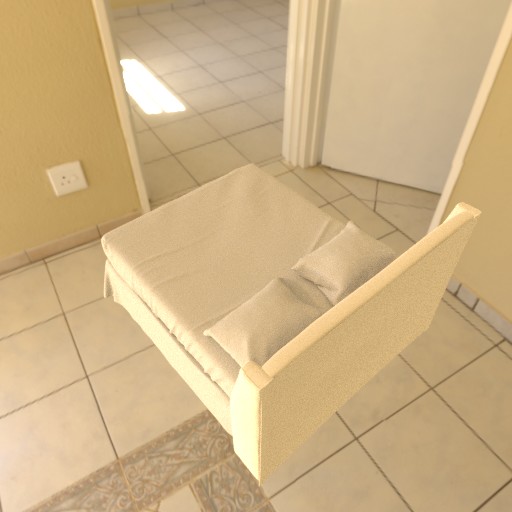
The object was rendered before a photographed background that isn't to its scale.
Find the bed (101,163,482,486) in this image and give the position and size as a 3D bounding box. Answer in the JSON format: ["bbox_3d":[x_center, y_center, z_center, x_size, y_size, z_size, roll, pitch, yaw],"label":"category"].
[{"bbox_3d":[0.000,0.000,3.457,1.925,1.332,2.276,-32,53,-27],"label":"bed"}]
